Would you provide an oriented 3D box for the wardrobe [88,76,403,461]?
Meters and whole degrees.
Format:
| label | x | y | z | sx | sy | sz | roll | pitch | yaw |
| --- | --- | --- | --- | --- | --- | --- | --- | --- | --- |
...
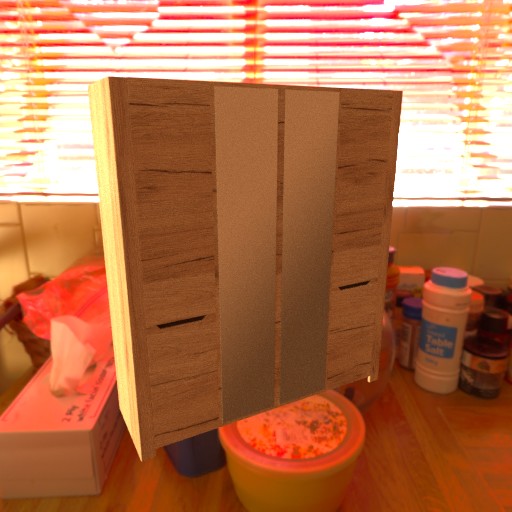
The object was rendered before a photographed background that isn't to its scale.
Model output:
| label | x | y | z | sx | sy | sz | roll | pitch | yaw |
| --- | --- | --- | --- | --- | --- | --- | --- | --- | --- |
| wardrobe | 0.000 | 0.000 | 2.916 | 1.810 | 2.070 | 0.580 | -9 | 18 | -27 |
